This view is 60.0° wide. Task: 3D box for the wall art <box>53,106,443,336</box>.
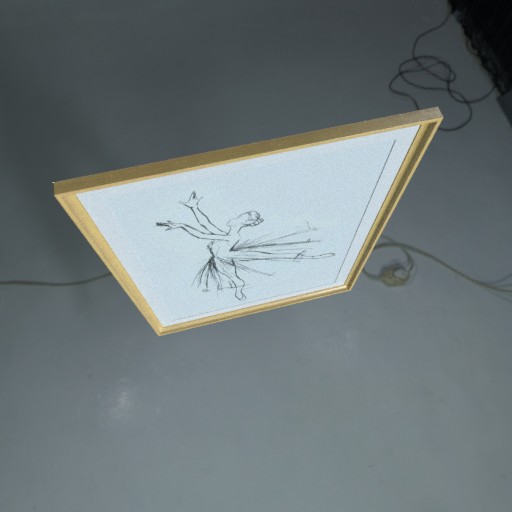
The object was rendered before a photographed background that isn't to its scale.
[{"bbox_3d":[0.000,0.000,1.341,0.798,1.002,0.030,-13,65,-6],"label":"wall art"}]
